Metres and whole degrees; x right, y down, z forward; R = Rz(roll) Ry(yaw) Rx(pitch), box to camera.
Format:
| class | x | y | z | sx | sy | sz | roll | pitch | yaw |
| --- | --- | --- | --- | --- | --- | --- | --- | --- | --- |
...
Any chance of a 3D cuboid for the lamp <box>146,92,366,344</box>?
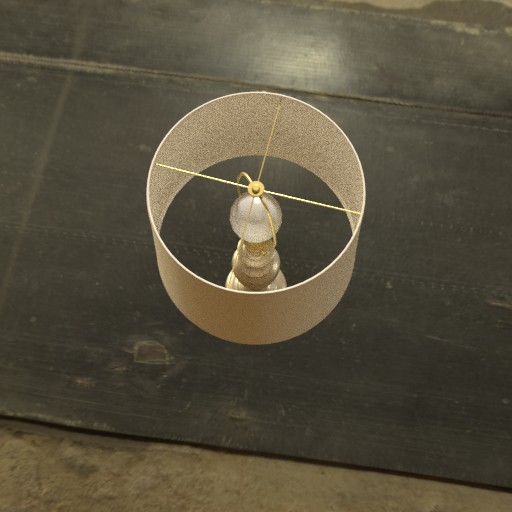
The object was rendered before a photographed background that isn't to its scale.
| class | x | y | z | sx | sy | sz | roll | pitch | yaw |
| --- | --- | --- | --- | --- | --- | --- | --- | --- | --- |
| lamp | 0.000 | 0.000 | 0.808 | 0.328 | 0.612 | 0.328 | 0 | 75 | 0 |
